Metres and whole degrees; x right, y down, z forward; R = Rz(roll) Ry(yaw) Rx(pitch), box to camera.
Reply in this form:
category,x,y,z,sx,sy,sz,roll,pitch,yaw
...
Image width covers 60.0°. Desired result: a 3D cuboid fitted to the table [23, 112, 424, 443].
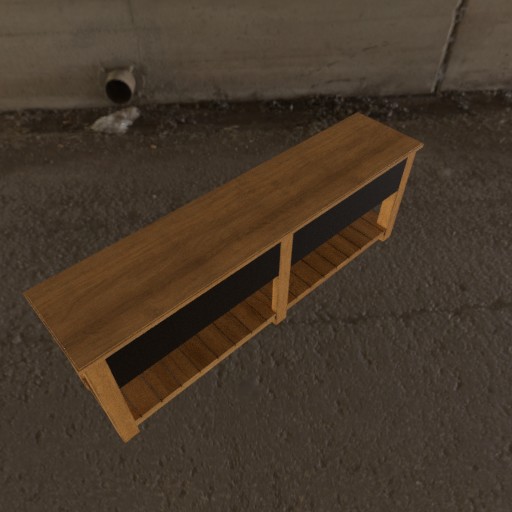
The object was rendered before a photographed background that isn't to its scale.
category,x,y,z,sx,sy,sz,roll,pitch,yaw
table,0.000,0.000,2.073,1.815,0.635,0.425,-34,55,-27
